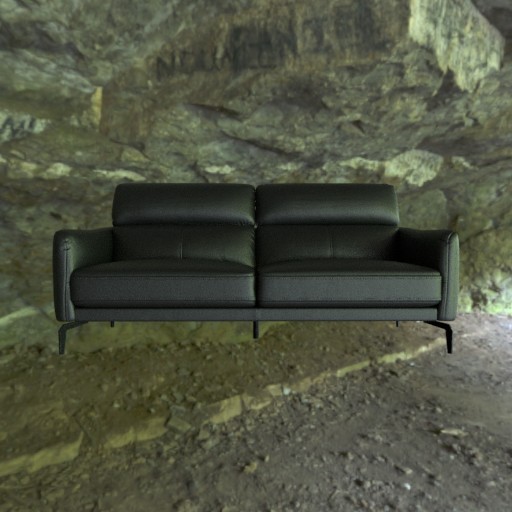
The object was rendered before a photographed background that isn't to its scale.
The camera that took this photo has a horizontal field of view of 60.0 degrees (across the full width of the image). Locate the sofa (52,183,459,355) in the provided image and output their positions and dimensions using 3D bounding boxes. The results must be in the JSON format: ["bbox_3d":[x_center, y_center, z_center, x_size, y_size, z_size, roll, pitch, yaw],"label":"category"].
[{"bbox_3d":[0.000,0.000,2.567,2.069,0.957,0.856,0,0,0],"label":"sofa"}]
